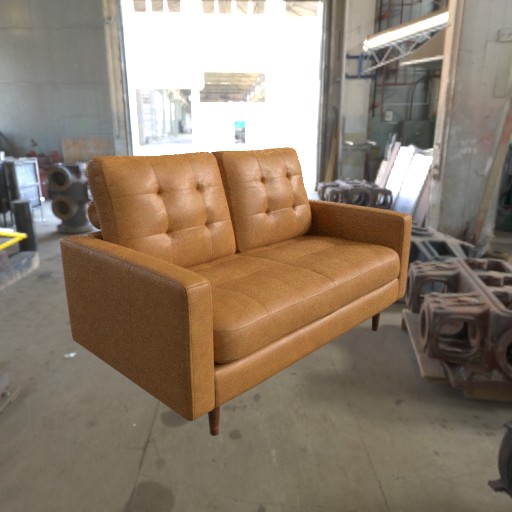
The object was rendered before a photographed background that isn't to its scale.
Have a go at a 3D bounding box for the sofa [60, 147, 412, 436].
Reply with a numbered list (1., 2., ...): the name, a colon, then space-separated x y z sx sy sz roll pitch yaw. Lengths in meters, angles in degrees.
1. sofa: 0.000 0.000 1.986 0.868 0.898 1.430 15 22 41
